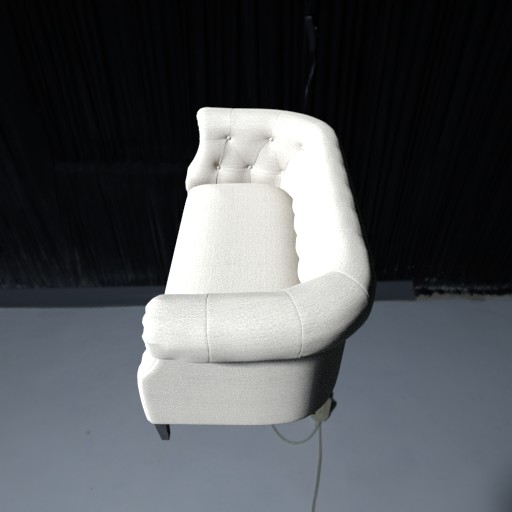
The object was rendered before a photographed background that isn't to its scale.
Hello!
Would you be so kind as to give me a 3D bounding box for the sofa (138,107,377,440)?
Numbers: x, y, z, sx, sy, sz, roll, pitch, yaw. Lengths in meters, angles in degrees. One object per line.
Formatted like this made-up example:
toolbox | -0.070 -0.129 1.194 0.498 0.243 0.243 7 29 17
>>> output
sofa | 0.000 0.000 2.065 0.835 0.827 1.558 1 42 1
